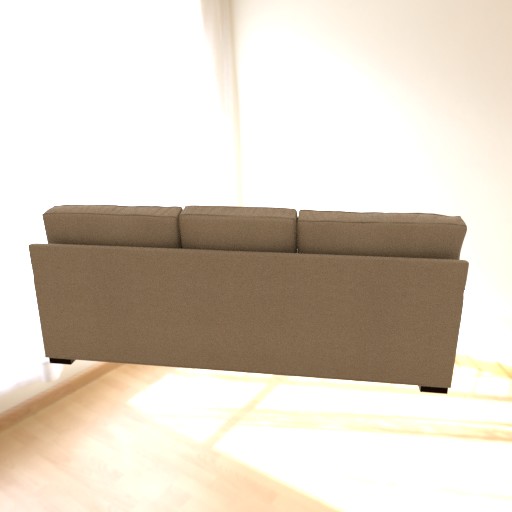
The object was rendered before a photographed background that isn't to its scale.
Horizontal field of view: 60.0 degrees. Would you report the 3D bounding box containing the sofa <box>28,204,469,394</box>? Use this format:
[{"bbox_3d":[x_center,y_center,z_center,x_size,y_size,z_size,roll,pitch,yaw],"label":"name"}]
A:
[{"bbox_3d":[0.000,0.000,2.827,2.087,0.861,1.496,2,17,8],"label":"sofa"}]
